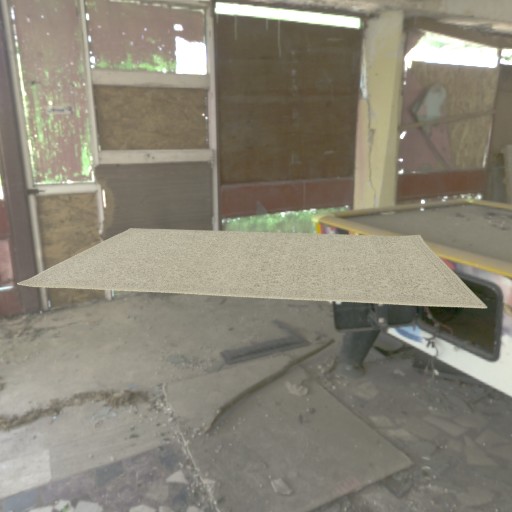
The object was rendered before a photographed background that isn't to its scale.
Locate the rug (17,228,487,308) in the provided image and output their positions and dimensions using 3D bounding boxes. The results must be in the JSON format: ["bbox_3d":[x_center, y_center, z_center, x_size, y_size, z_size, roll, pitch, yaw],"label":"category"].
[{"bbox_3d":[0.000,0.000,2.380,1.947,0.023,1.214,2,16,8],"label":"rug"}]
